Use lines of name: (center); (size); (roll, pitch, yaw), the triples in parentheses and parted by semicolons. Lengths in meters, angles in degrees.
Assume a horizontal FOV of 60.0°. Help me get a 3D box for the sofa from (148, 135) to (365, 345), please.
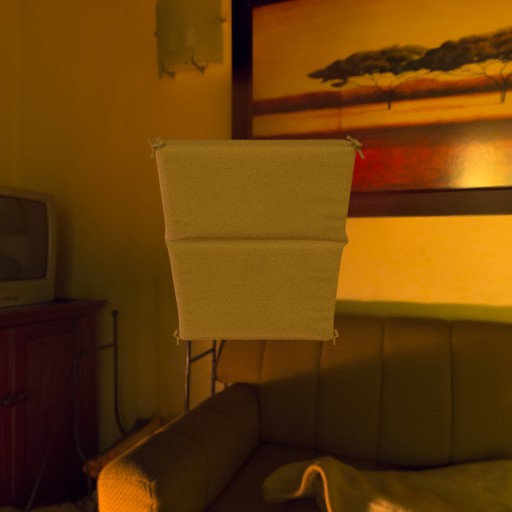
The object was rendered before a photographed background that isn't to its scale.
sofa: (0.000, 0.000, 1.934); (0.582, 0.622, 1.663); (0, -1, 0)
